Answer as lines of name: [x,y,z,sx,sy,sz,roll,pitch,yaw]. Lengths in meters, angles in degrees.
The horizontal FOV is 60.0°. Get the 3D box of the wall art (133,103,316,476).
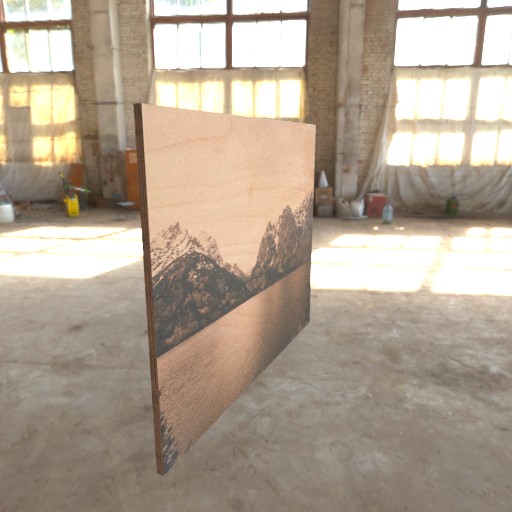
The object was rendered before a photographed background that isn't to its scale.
wall art: [0.000,0.000,0.685,0.010,0.408,0.508,7,16,25]
